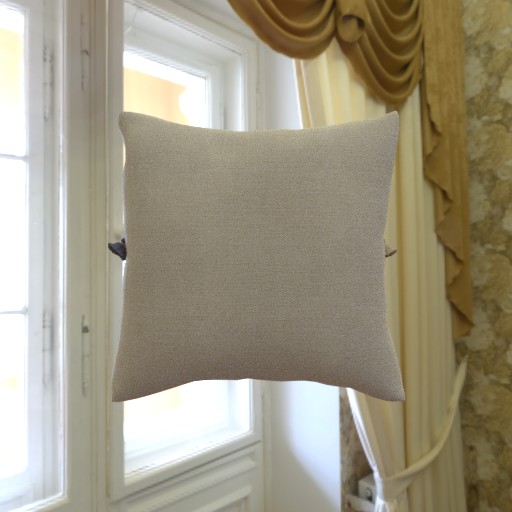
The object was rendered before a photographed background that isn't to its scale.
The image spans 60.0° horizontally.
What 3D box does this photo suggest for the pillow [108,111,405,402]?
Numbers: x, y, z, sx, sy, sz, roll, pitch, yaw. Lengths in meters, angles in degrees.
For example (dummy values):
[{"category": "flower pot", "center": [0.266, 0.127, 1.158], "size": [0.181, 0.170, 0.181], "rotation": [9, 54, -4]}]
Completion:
[{"category": "pillow", "center": [0.000, 0.000, 0.749], "size": [0.489, 0.481, 0.165], "rotation": [0, -1, 1]}]
